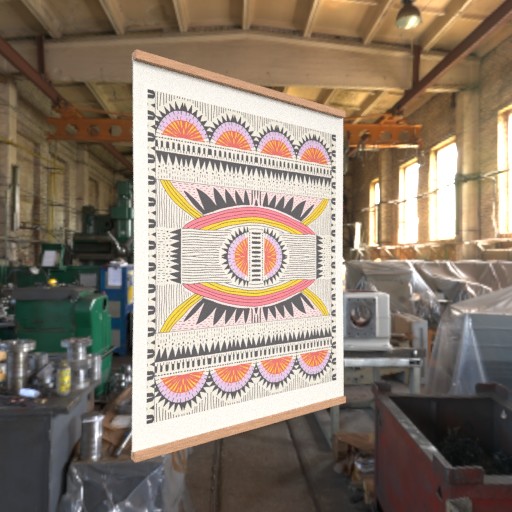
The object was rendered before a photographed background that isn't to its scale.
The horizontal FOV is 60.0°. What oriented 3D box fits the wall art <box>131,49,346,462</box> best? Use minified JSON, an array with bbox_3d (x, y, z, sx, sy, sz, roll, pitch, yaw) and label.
[{"bbox_3d":[0.000,0.000,1.328,0.765,1.016,0.028,0,-1,-37],"label":"wall art"}]
